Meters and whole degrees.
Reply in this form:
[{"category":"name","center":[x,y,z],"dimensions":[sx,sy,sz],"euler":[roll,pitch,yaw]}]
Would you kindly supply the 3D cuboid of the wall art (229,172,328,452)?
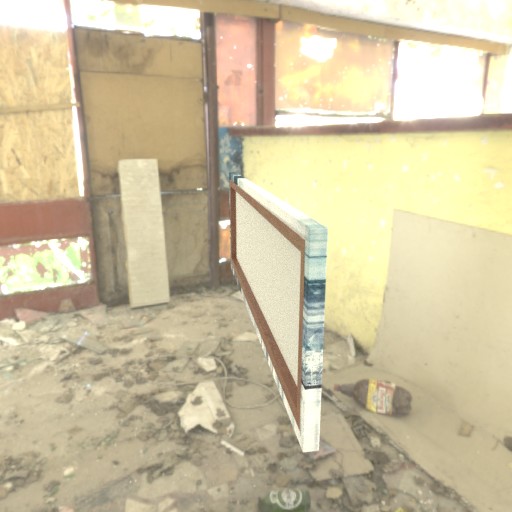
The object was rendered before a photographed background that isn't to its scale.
[{"category":"wall art","center":[0.000,0.000,1.650],"dimensions":[0.037,0.509,1.524],"euler":[-2,15,-9]}]
